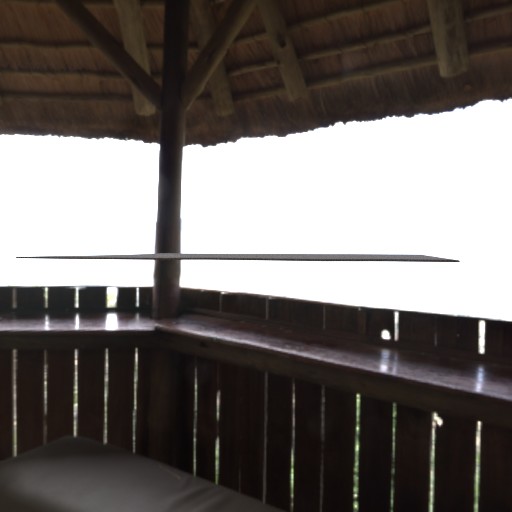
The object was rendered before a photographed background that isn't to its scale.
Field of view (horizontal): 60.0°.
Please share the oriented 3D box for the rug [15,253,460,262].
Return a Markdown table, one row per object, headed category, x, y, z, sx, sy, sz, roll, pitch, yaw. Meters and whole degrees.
| category | x | y | z | sx | sy | sz | roll | pitch | yaw |
| --- | --- | --- | --- | --- | --- | --- | --- | --- | --- |
| rug | 0.000 | 0.000 | 4.044 | 3.055 | 0.021 | 2.410 | 0 | 1 | 16 |
